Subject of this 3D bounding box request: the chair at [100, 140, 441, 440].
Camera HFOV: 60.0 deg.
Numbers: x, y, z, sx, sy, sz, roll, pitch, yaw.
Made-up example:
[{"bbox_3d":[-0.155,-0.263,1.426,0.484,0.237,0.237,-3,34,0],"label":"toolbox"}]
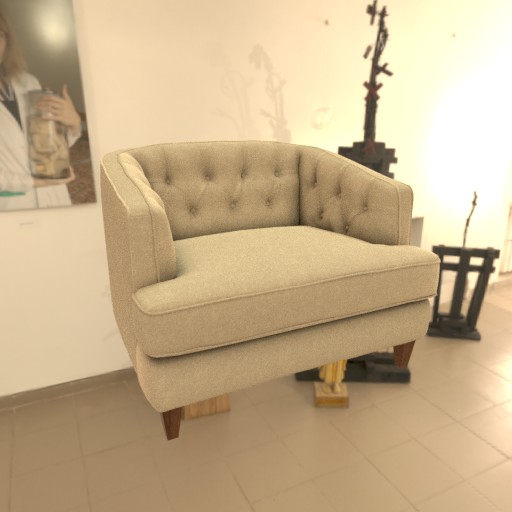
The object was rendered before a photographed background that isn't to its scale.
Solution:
[{"bbox_3d":[0.000,0.000,1.758,1.104,0.852,0.941,-8,19,-25],"label":"chair"}]
